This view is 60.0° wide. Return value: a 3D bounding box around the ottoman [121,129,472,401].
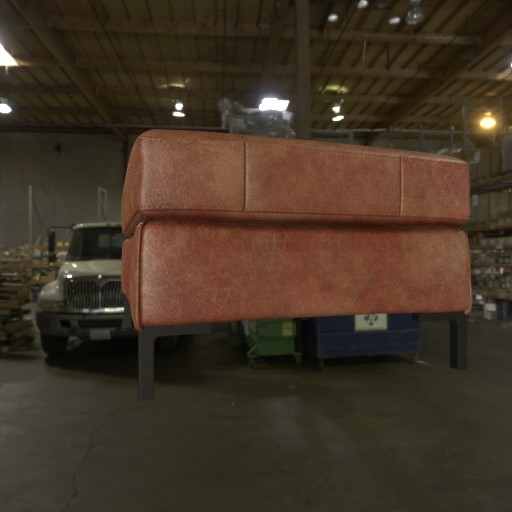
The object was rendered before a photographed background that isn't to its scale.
[{"bbox_3d":[0.000,0.000,1.693,0.965,0.667,1.186,0,0,-18],"label":"ottoman"}]
